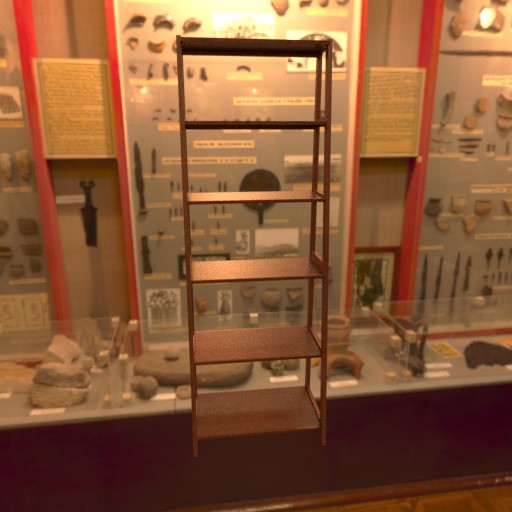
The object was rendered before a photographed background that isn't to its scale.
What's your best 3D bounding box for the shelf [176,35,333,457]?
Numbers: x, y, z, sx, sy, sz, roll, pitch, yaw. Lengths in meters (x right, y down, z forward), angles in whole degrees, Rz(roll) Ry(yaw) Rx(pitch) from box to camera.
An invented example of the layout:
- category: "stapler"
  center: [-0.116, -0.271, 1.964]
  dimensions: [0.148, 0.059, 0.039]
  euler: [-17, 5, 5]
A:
- category: "shelf"
  center: [0.000, 0.000, 2.102]
  dimensions: [0.660, 1.892, 0.382]
  euler: [-2, 16, -7]
